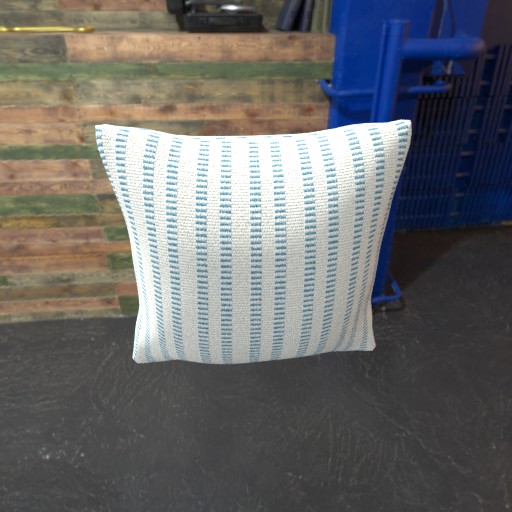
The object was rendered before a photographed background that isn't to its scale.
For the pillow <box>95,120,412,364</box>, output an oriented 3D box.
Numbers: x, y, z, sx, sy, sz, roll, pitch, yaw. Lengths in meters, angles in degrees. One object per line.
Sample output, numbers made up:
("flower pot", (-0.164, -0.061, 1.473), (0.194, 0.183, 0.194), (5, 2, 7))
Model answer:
("pillow", (0.000, 0.000, 0.703), (0.438, 0.419, 0.247), (-2, 31, -4))
